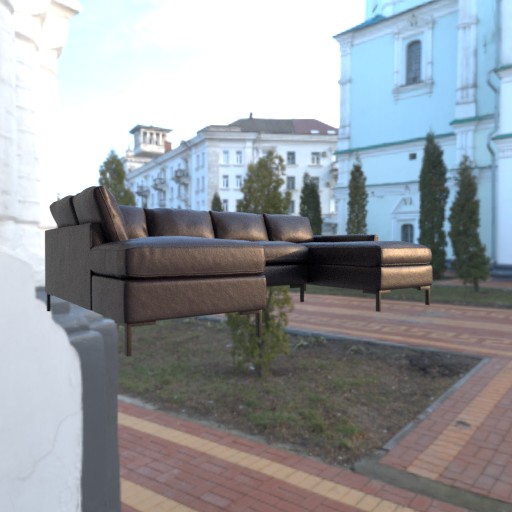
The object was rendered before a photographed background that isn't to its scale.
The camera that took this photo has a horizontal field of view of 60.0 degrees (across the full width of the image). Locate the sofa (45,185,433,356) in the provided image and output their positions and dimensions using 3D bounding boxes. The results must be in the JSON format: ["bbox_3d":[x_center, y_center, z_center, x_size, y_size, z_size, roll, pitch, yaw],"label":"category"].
[{"bbox_3d":[0.000,0.000,3.722,2.956,0.900,1.939,-1,1,-36],"label":"sofa"}]
